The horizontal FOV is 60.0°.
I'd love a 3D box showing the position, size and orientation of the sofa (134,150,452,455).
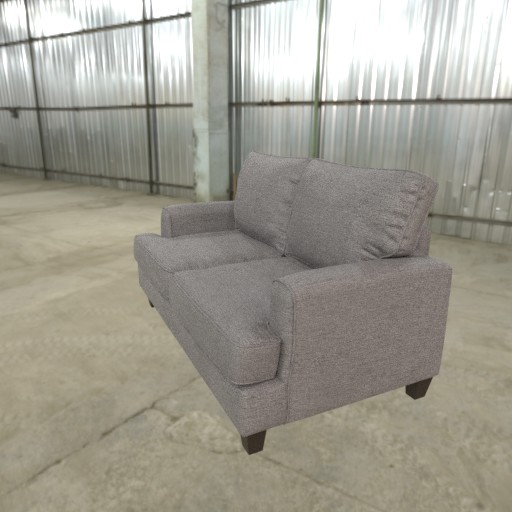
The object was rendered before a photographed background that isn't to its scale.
[{"bbox_3d":[0.000,0.000,2.254,0.965,0.965,1.651,-8,18,-25],"label":"sofa"}]
